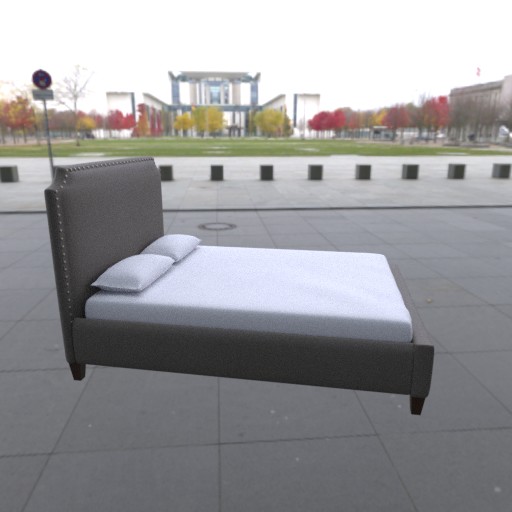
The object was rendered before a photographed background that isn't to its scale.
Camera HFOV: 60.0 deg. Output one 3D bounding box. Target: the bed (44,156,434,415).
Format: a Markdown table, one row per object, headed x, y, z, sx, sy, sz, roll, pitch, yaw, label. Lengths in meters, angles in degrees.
| x | y | z | sx | sy | sz | roll | pitch | yaw | label |
| --- | --- | --- | --- | --- | --- | --- | --- | --- | --- |
| 0.000 | 0.000 | 3.442 | 2.372 | 1.443 | 1.712 | 3 | 16 | 10 | bed |
